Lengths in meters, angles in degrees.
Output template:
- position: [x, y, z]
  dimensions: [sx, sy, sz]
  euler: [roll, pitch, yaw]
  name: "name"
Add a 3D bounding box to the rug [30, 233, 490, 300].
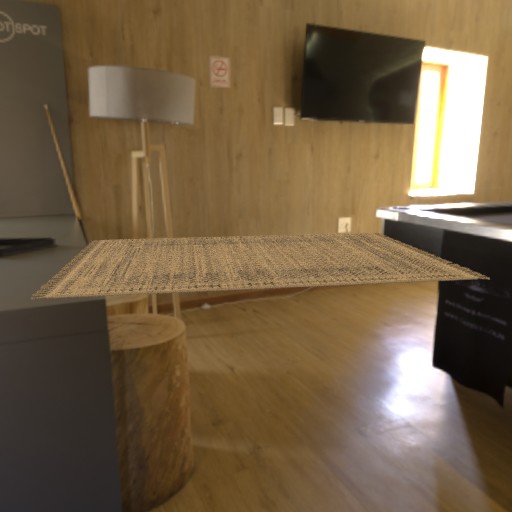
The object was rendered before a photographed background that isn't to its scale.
- position: [0.000, 0.000, 3.070]
  dimensions: [2.486, 0.013, 1.548]
  euler: [-2, 13, -8]
  name: "rug"
